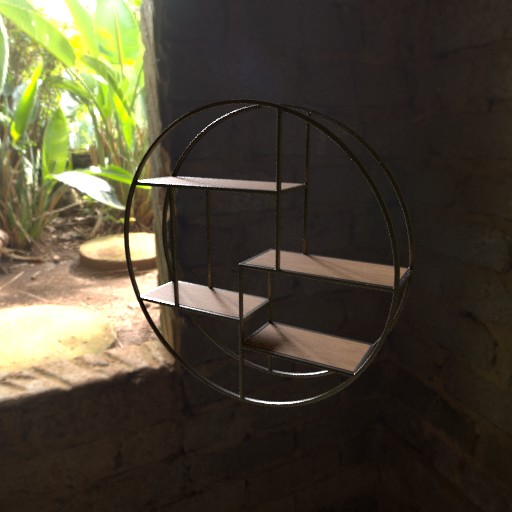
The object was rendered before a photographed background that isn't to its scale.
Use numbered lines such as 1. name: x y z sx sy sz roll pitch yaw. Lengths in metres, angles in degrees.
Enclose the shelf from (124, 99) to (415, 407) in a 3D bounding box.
1. shelf: 0.000 0.000 1.347 0.888 0.888 0.202 8 17 28
